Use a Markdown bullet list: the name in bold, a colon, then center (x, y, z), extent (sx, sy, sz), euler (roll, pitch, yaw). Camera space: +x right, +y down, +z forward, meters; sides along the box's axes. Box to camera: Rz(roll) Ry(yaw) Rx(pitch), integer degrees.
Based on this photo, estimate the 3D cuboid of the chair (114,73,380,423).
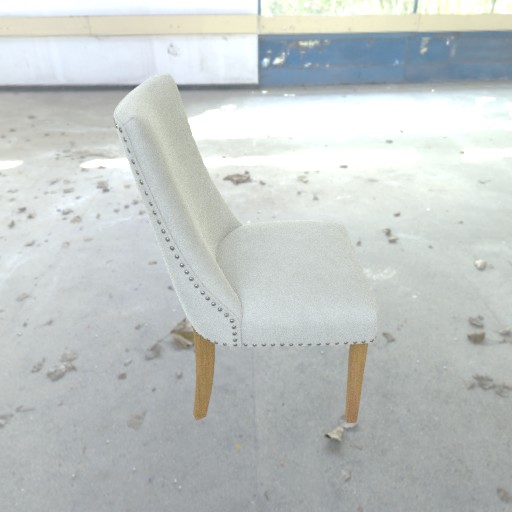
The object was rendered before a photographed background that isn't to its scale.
- **chair**: center (0.000, 0.000, 1.255), extent (0.610, 0.902, 0.495), euler (-1, 32, -1)
